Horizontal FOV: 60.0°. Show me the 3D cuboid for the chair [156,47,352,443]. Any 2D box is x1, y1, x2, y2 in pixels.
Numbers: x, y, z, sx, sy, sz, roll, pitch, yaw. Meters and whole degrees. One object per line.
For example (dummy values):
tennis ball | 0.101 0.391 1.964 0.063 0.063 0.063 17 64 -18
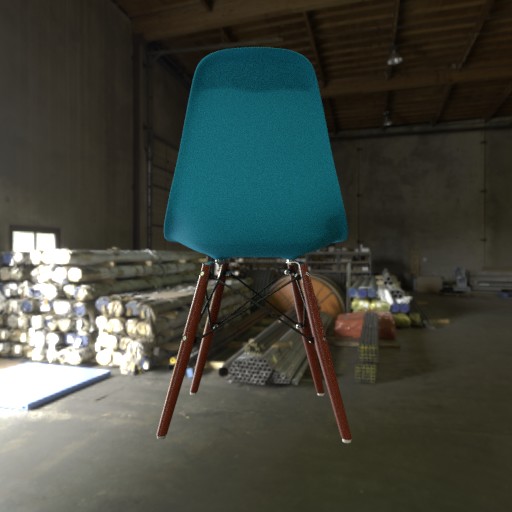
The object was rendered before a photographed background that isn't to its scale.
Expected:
chair | 0.000 0.000 1.140 0.470 0.826 0.533 0 0 1
